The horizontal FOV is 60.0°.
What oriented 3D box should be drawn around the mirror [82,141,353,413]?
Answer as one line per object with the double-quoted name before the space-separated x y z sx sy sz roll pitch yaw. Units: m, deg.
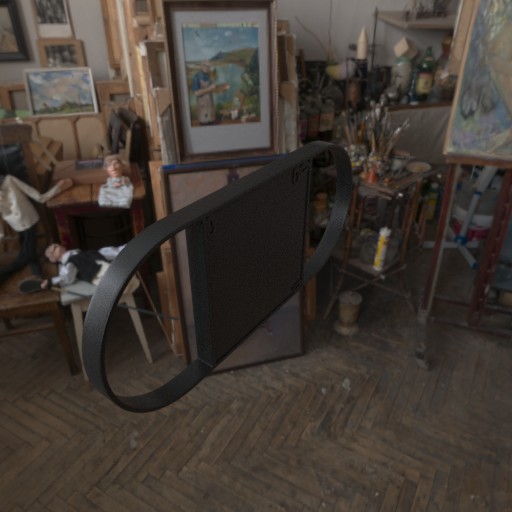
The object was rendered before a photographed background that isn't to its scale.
"mirror" 0.000 0.000 0.670 0.032 0.254 0.584 22 39 30
